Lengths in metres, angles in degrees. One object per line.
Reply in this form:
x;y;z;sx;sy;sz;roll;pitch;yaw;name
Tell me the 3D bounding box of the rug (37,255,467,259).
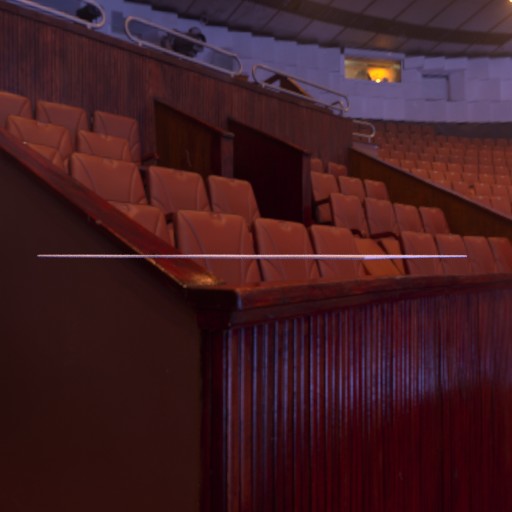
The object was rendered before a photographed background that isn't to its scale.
0.000;0.000;4.007;3.055;0.021;2.410;0;0;36;rug
